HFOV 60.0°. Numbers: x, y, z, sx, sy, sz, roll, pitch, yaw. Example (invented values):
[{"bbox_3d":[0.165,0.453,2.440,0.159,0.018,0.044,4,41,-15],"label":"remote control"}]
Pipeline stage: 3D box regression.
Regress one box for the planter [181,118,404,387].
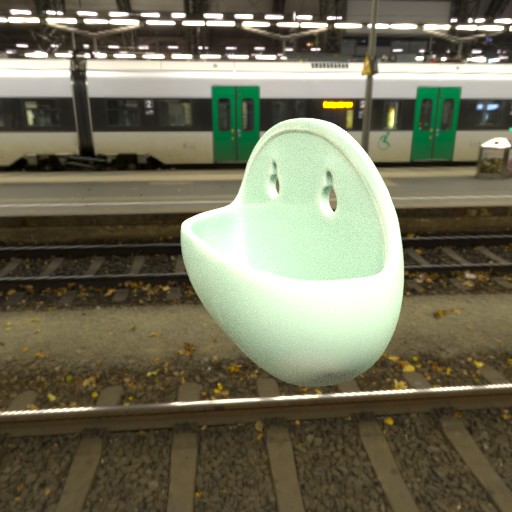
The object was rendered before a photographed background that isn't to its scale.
[{"bbox_3d":[0.000,0.000,0.275,0.073,0.164,0.189,-8,19,-25],"label":"planter"}]
